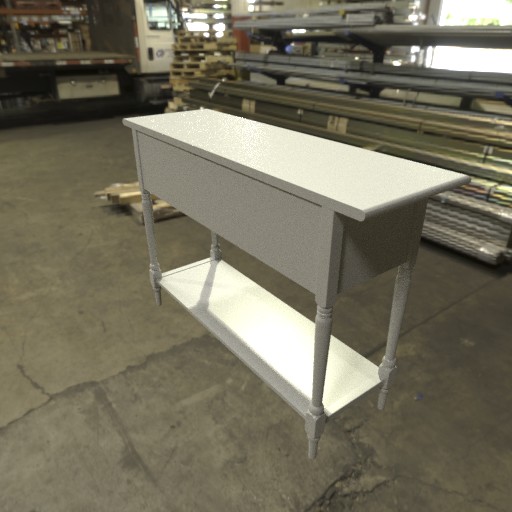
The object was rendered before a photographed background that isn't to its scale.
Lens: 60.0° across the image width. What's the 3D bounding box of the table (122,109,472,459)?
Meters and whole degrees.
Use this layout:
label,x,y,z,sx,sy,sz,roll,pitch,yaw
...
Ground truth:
label,x,y,z,sx,sy,sz,roll,pitch,yaw
table,0.000,0.000,1.559,0.384,0.808,1.197,-19,33,-32
